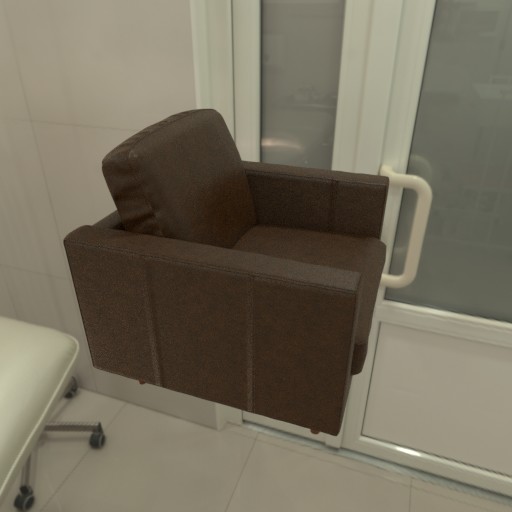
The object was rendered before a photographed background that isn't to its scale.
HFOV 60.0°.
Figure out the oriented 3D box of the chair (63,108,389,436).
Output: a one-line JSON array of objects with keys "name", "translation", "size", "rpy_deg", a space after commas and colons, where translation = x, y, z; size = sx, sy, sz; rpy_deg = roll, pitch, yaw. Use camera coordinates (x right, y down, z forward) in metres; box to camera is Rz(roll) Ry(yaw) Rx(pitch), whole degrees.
[{"name": "chair", "translation": [0.000, 0.000, 1.646], "size": [0.909, 0.956, 0.890], "rpy_deg": [10, 31, 17]}]
